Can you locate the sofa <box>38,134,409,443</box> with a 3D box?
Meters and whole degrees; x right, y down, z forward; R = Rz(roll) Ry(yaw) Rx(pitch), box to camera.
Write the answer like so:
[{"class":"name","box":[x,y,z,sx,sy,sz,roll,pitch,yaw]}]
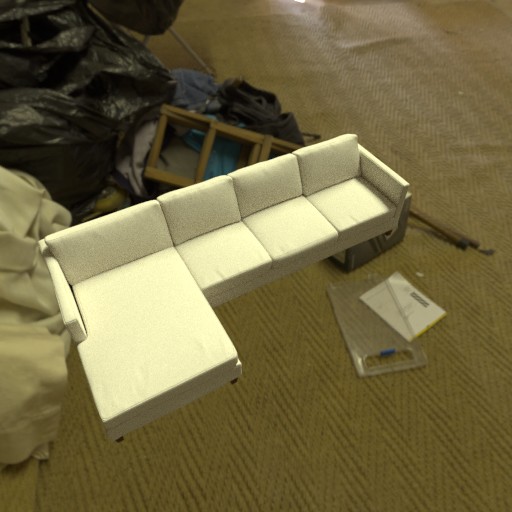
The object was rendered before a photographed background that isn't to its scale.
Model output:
[{"class":"sofa","box":[0.000,0.000,3.835,3.186,0.846,1.625,-22,51,-19]}]
